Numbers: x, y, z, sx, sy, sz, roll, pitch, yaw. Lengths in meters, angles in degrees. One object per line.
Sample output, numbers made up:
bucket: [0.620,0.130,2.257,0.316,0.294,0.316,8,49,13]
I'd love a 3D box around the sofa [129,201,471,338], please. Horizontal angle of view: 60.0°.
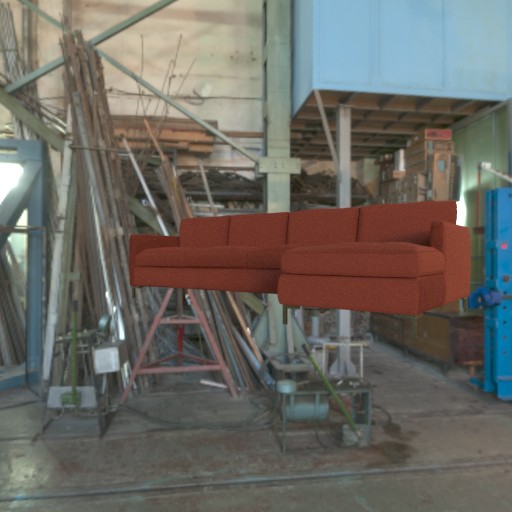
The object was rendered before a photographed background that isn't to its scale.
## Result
sofa: [0.000,0.000,3.518,2.932,0.810,1.350,0,0,36]
